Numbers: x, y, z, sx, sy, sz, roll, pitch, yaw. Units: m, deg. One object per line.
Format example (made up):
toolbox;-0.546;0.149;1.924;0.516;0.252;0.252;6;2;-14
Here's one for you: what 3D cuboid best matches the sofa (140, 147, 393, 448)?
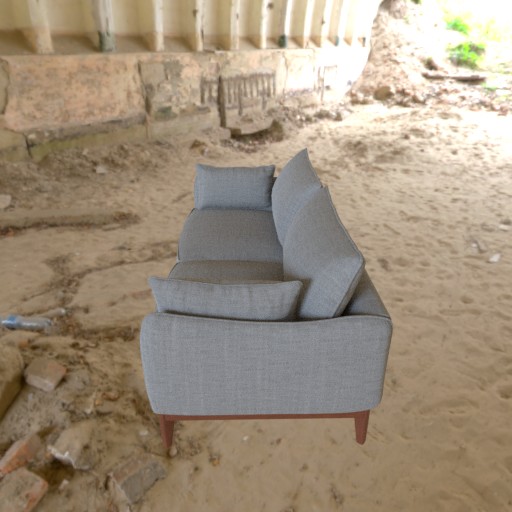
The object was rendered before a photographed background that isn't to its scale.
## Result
sofa;0.000;0.000;2.518;0.972;0.851;1.989;0;26;-1
